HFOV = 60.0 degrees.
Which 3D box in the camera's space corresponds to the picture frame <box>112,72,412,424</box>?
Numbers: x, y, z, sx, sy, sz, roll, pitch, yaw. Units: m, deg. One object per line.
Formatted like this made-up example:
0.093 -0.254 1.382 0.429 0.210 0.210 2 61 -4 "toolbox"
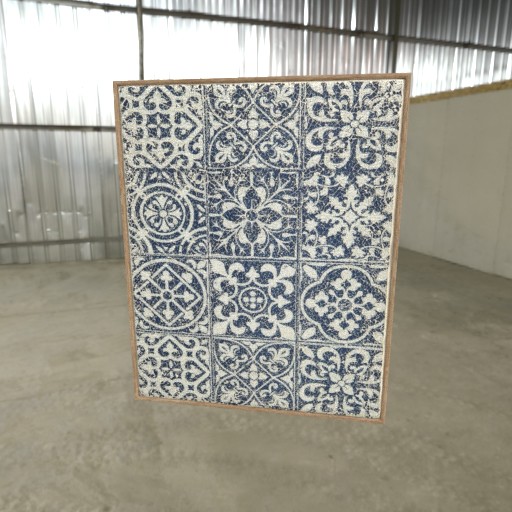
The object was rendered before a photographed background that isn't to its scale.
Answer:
0.000 0.000 0.702 0.424 0.526 0.043 2 14 9 "picture frame"
